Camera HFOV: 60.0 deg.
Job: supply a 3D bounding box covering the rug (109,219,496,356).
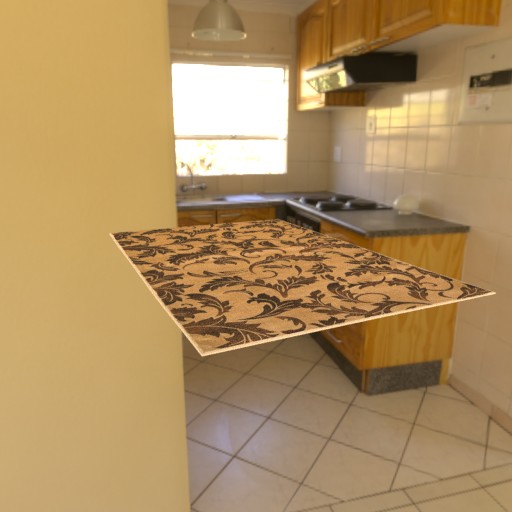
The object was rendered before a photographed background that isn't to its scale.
[{"bbox_3d":[0.000,0.000,2.849,1.522,0.008,2.284,-7,16,-25],"label":"rug"}]
